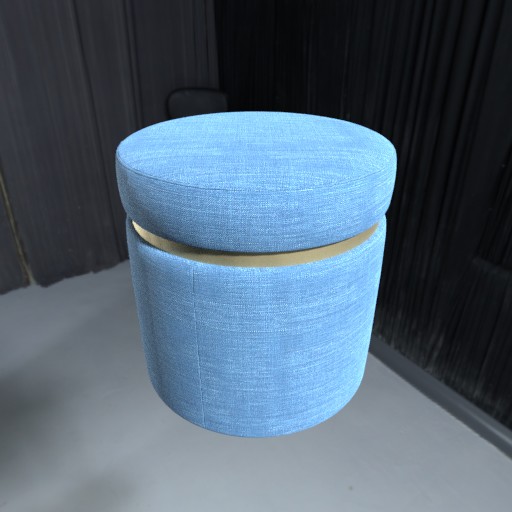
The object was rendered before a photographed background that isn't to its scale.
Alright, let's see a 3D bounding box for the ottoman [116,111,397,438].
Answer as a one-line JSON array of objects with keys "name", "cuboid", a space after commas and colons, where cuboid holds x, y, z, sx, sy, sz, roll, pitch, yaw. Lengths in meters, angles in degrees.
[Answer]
[{"name": "ottoman", "cuboid": [0.000, 0.000, 0.729, 0.398, 0.406, 0.398, 0, 29, 0]}]
